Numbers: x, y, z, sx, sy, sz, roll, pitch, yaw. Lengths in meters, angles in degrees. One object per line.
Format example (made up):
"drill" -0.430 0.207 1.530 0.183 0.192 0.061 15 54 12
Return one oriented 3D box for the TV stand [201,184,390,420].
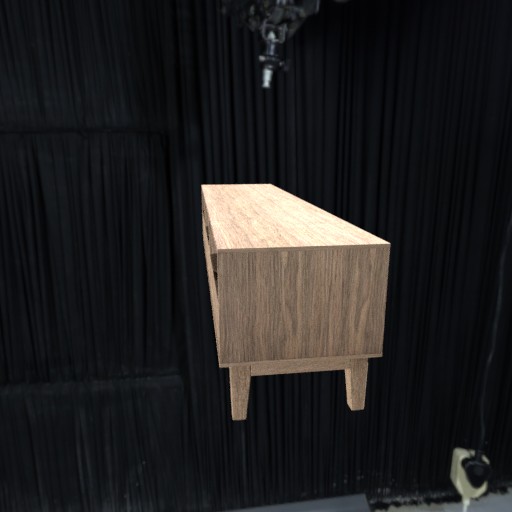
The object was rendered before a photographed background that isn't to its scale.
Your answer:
"TV stand" 0.000 0.000 1.675 0.366 0.409 1.482 -2 14 -8
